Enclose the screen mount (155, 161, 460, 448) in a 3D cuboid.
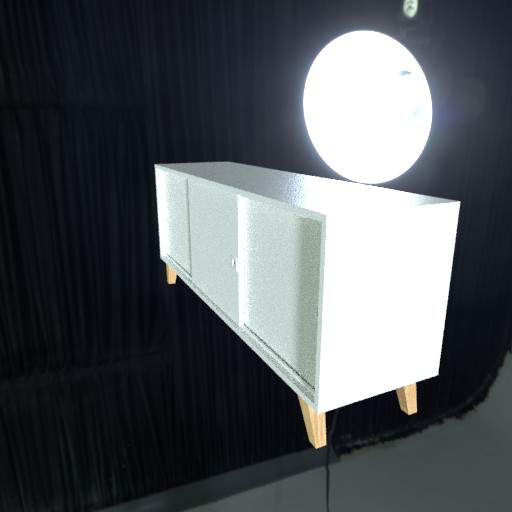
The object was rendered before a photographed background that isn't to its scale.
[{"bbox_3d":[0.000,0.000,1.745,0.400,0.619,1.490,-8,18,-25],"label":"screen mount"}]
